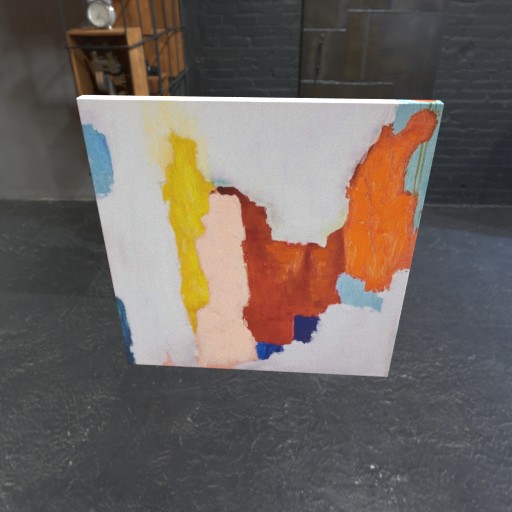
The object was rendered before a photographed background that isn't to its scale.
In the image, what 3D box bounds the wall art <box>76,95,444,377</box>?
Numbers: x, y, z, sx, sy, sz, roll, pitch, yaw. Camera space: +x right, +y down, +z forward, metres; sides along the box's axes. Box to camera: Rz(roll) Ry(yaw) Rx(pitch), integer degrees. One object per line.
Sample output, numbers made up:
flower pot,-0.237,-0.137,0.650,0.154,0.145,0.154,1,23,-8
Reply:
wall art,0.000,0.000,1.496,1.017,1.017,0.044,2,31,3
